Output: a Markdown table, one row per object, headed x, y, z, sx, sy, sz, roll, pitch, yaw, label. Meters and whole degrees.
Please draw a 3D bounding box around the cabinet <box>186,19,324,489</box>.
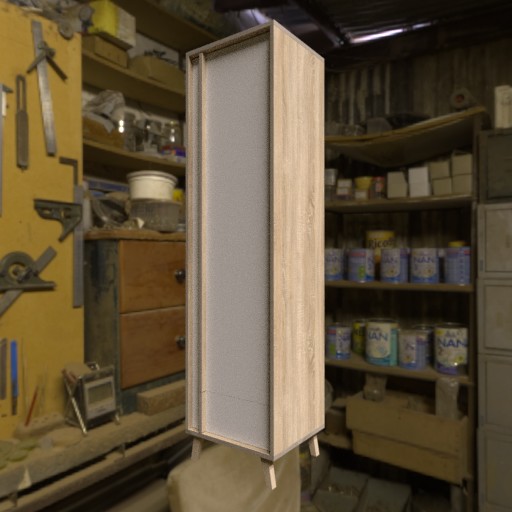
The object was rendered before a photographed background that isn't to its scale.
| x | y | z | sx | sy | sz | roll | pitch | yaw | label |
| --- | --- | --- | --- | --- | --- | --- | --- | --- | --- |
| 0.000 | 0.000 | 2.166 | 0.510 | 1.960 | 0.450 | 0 | 0 | 36 | cabinet |
